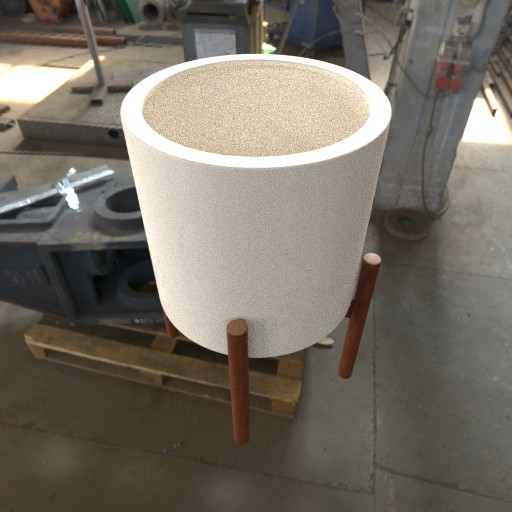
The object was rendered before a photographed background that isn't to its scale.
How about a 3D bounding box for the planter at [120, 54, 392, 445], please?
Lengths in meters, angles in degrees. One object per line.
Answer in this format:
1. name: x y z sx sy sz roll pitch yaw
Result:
1. planter: 0.000 0.000 0.923 0.417 0.670 0.417 -25 48 -24
